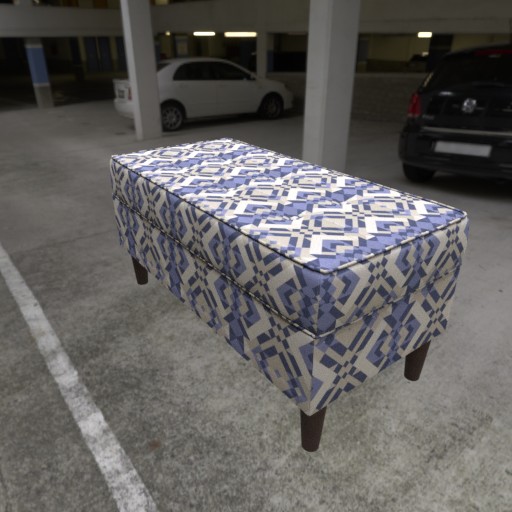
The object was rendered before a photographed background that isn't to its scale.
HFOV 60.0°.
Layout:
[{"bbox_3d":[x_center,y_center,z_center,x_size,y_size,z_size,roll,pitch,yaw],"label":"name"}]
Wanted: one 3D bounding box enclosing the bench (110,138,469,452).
[{"bbox_3d":[0.000,0.000,1.325,0.492,0.477,1.016,-19,32,-32],"label":"bench"}]
